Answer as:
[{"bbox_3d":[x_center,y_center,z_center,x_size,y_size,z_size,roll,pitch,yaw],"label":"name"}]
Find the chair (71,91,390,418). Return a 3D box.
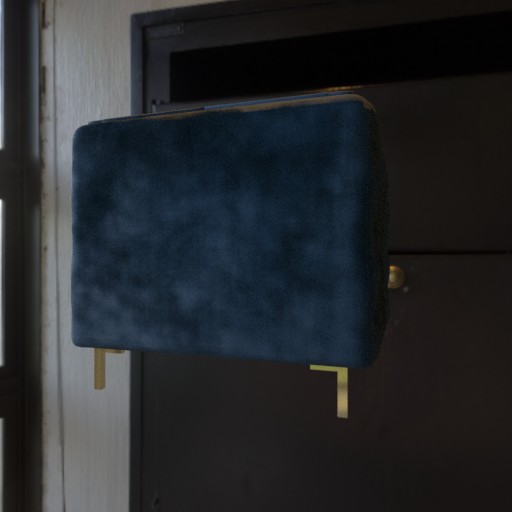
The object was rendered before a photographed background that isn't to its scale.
[{"bbox_3d":[0.000,0.000,1.531,0.868,0.771,0.877,0,0,19],"label":"chair"}]
